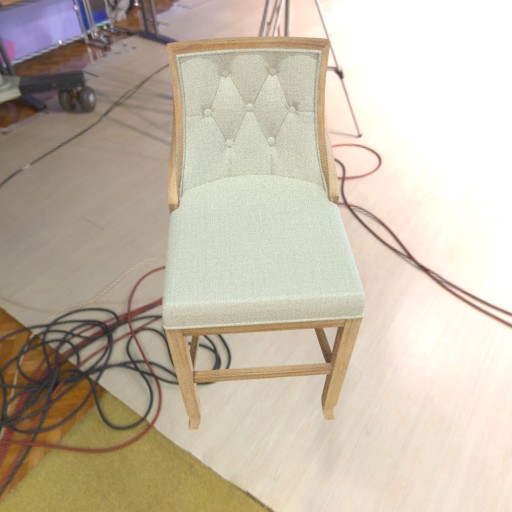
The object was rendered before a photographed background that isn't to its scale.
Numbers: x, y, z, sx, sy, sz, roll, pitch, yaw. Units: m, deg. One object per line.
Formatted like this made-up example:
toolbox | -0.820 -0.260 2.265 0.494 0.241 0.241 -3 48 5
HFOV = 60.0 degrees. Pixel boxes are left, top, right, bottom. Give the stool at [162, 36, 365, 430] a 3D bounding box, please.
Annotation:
stool | 0.000 0.000 1.399 0.524 1.101 0.626 -3 47 -3
